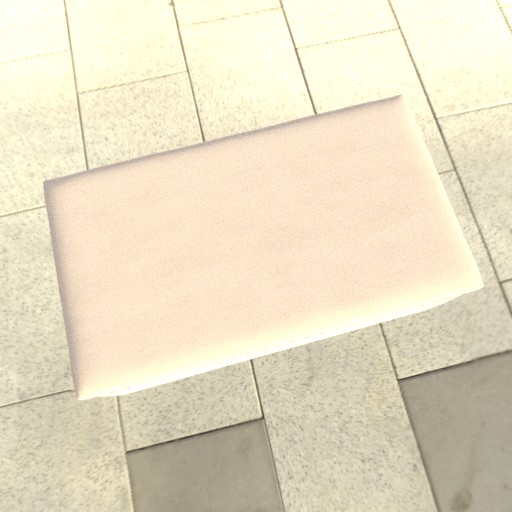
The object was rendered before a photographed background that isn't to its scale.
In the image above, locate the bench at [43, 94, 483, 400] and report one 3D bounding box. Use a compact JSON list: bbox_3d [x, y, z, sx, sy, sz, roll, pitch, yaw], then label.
[{"bbox_3d":[0.000,0.000,1.170,0.887,0.449,0.500,-15,75,-4],"label":"bench"}]
